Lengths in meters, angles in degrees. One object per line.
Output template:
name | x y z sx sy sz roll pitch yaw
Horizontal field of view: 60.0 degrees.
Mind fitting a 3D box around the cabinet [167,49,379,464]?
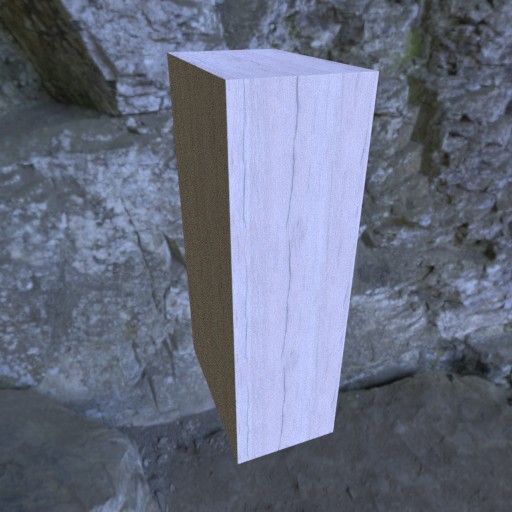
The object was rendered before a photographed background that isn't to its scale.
cabinet | 0.000 0.000 2.377 0.580 1.930 0.980 -11 31 -18
